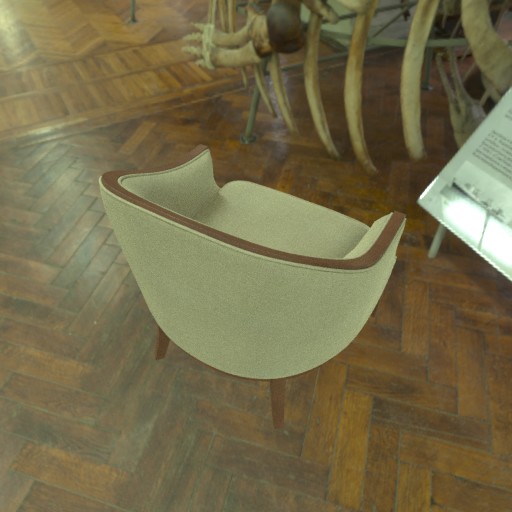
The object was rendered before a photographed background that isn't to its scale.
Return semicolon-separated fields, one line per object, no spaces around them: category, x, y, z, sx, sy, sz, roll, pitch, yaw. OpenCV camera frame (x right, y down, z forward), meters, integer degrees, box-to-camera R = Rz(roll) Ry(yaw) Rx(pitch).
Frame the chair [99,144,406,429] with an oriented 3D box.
chair;0.000;0.000;1.464;0.803;0.876;0.735;23;51;21
